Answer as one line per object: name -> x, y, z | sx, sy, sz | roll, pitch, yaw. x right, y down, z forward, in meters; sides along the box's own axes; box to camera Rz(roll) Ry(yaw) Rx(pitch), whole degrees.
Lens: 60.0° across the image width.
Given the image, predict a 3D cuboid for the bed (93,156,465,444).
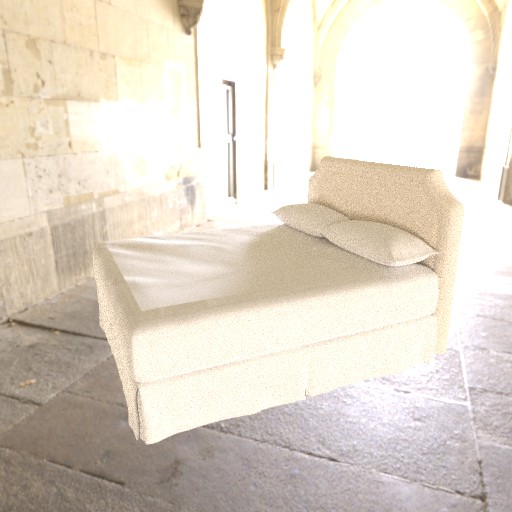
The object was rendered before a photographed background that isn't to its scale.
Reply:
bed -> 0.000, 0.000, 3.839 | 2.548, 1.524, 2.134 | -8, 19, -24
